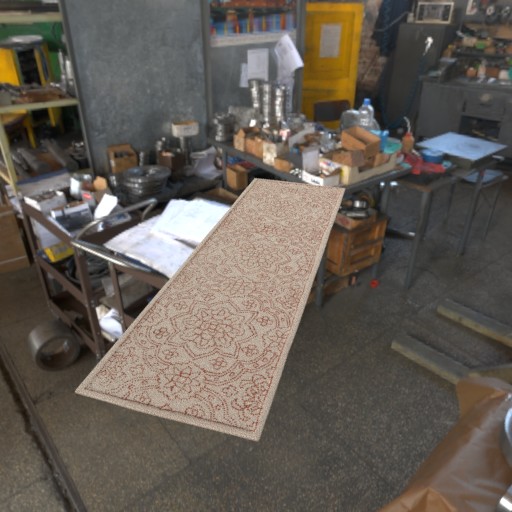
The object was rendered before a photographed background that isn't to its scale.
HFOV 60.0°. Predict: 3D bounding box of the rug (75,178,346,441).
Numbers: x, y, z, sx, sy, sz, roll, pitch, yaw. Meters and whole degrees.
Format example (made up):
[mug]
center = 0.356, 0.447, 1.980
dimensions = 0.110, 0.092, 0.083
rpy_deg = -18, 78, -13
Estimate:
[rug]
center = 0.000, 0.000, 2.663
dimensions = 0.769, 0.012, 2.448
rpy_deg = 9, 32, 14
